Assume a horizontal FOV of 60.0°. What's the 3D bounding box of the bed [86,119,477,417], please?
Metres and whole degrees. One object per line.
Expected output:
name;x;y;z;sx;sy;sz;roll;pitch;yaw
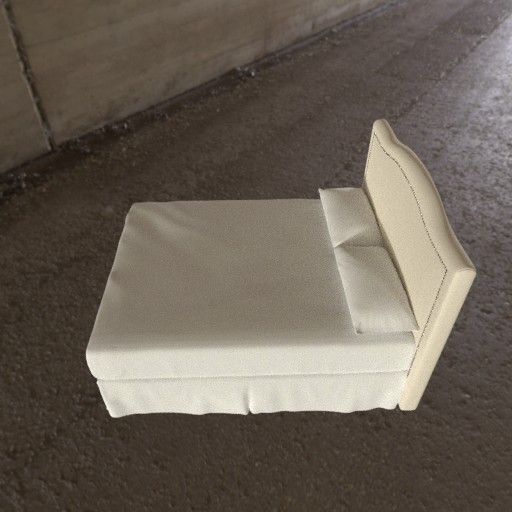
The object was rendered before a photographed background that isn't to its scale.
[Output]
bed;0.000;0.000;3.206;2.143;1.460;1.753;-1;41;-1
